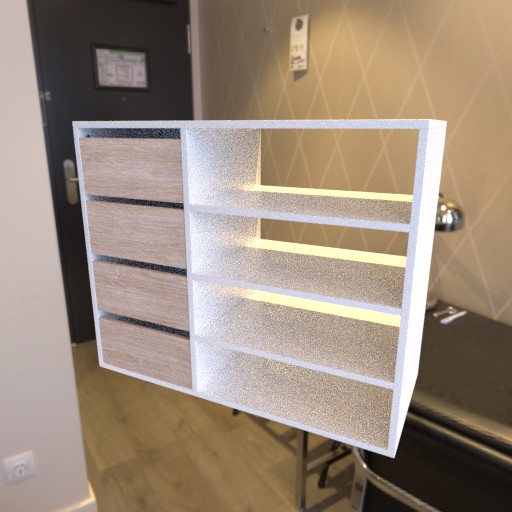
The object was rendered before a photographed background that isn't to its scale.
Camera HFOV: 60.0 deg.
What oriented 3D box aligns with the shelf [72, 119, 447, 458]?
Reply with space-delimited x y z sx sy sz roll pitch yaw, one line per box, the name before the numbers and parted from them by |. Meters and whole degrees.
shelf | 0.000 0.000 1.260 0.895 0.732 0.396 8 18 25
